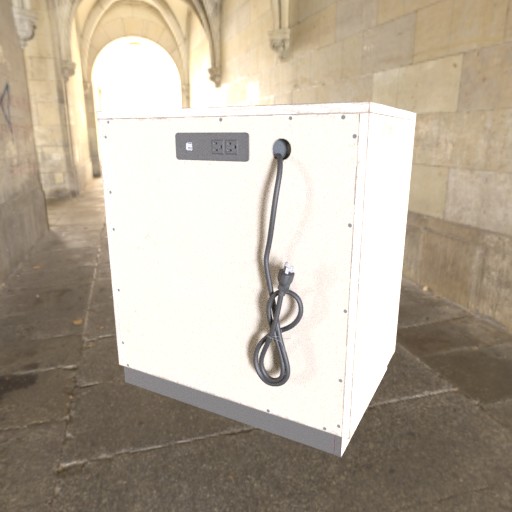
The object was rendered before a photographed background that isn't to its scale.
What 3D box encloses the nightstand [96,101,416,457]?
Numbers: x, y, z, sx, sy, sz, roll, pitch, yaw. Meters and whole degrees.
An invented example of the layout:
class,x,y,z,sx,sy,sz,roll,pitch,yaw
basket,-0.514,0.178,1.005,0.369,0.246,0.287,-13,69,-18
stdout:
class,x,y,z,sx,sy,sz,roll,pitch,yaw
nightstand,0.000,0.000,1.083,0.612,0.673,0.483,8,17,28
